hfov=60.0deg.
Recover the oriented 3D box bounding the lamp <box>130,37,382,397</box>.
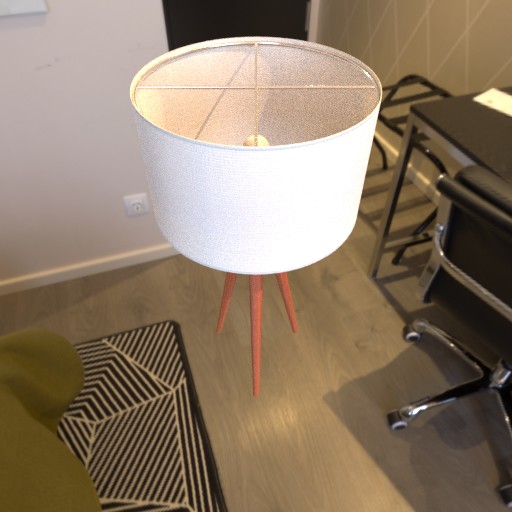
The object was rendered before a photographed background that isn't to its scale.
[{"bbox_3d":[0.000,0.000,0.885,0.354,0.709,0.355,31,53,27],"label":"lamp"}]
